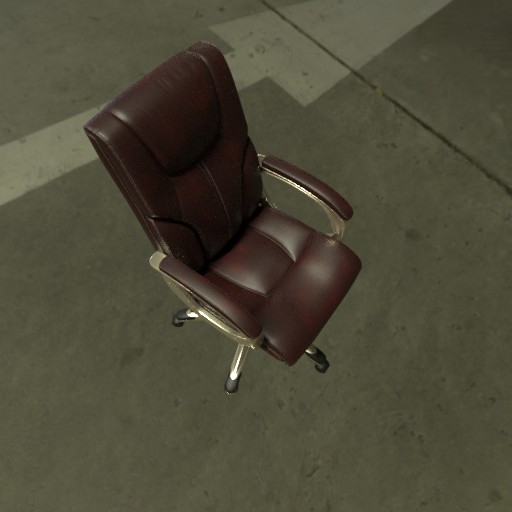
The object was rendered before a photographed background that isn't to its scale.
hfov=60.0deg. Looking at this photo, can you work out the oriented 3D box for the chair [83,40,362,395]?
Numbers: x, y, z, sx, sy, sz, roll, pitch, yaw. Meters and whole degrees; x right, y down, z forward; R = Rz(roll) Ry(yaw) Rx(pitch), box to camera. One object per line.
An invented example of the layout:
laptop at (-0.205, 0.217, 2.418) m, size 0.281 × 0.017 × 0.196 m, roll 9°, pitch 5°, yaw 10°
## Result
chair at (0.000, 0.000, 1.507) m, size 0.739 × 1.107 × 0.662 m, roll 32°, pitch 63°, yaw 18°
